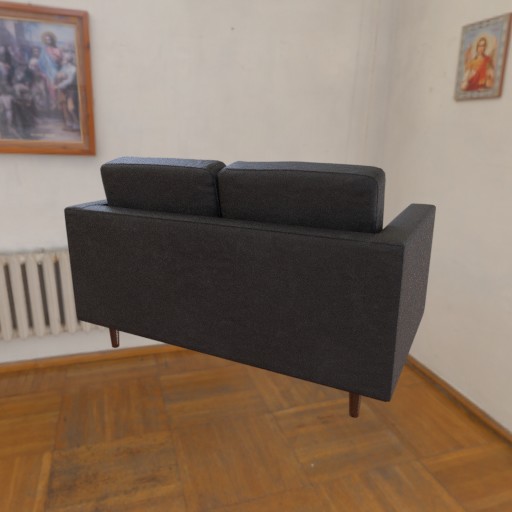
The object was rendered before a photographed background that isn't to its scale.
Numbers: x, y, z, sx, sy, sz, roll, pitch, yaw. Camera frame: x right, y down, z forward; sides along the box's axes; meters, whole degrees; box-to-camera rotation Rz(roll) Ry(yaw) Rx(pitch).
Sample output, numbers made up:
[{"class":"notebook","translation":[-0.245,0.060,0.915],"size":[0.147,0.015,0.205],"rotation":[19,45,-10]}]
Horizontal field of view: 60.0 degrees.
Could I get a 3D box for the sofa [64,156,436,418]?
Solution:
[{"class":"sofa","translation":[0.000,0.000,2.042],"size":[1.430,0.899,0.879],"rotation":[8,18,26]}]
